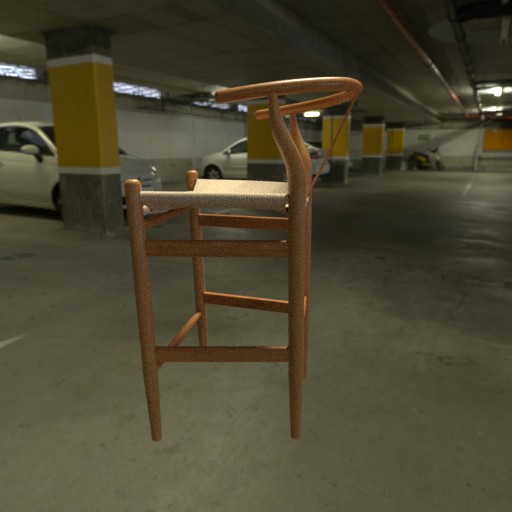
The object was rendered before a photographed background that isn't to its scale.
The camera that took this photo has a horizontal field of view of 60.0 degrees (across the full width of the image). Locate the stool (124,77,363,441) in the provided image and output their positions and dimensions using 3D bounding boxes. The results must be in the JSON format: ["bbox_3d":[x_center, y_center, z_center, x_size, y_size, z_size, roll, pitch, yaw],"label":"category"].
[{"bbox_3d":[0.000,0.000,1.344,0.579,0.970,0.569,2,14,9],"label":"stool"}]
